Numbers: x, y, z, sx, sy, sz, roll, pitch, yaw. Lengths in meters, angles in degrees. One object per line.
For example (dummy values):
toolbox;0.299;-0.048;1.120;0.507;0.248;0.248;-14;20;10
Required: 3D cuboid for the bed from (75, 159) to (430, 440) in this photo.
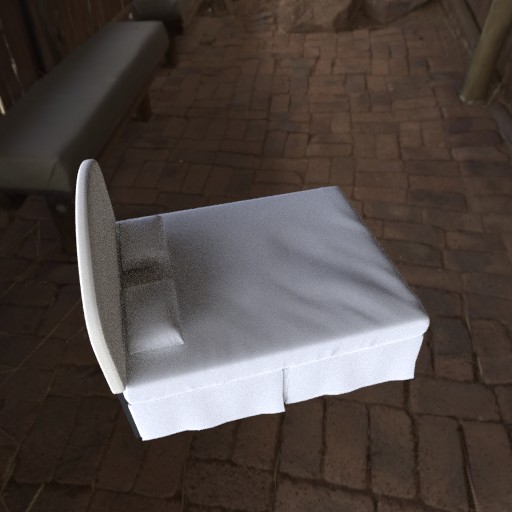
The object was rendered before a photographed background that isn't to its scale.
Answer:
bed;0.000;0.000;3.040;2.005;1.410;1.607;-11;45;-11
